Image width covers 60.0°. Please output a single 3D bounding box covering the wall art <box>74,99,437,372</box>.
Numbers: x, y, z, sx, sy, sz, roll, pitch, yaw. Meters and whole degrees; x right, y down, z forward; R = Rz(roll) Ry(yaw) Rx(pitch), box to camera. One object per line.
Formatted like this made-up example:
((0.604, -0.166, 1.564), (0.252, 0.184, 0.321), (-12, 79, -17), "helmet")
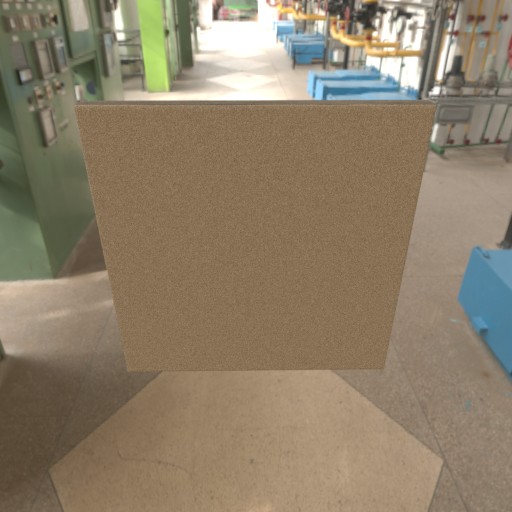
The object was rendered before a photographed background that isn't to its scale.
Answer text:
((0.000, 0.000, 1.124), (0.749, 0.751, 0.050), (0, 31, -1), "wall art")
